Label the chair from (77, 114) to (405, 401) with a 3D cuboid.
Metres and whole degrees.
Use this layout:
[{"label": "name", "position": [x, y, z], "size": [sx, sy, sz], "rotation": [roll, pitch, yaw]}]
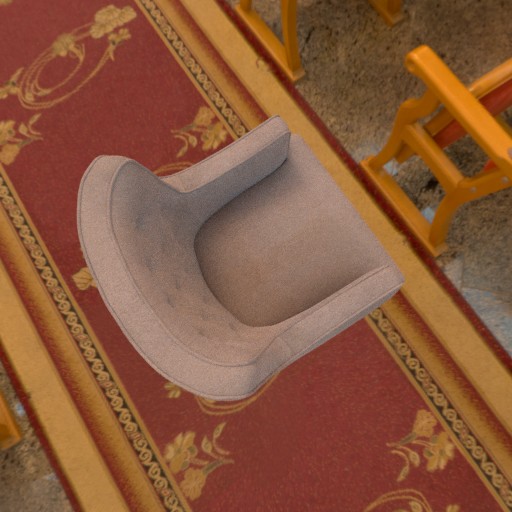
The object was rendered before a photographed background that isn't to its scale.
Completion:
[{"label": "chair", "position": [0.000, 0.000, 1.613], "size": [0.910, 0.919, 0.781], "rotation": [-32, 78, -8]}]
